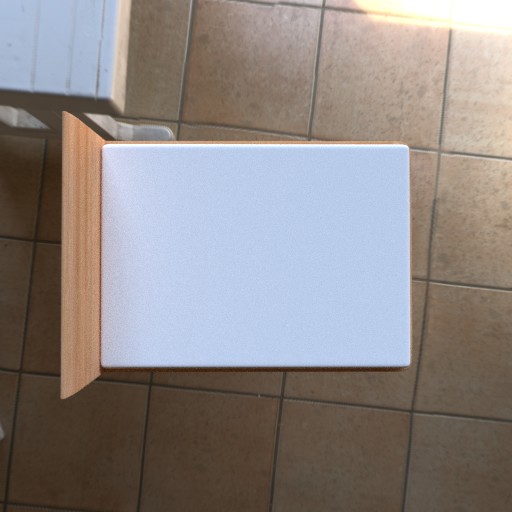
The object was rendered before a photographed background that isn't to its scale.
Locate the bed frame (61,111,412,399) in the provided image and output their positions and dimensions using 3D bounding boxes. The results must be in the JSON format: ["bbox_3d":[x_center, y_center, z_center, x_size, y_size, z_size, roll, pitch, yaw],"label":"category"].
[{"bbox_3d":[0.000,0.000,2.734,1.992,0.940,1.472,0,89,0],"label":"bed frame"}]
